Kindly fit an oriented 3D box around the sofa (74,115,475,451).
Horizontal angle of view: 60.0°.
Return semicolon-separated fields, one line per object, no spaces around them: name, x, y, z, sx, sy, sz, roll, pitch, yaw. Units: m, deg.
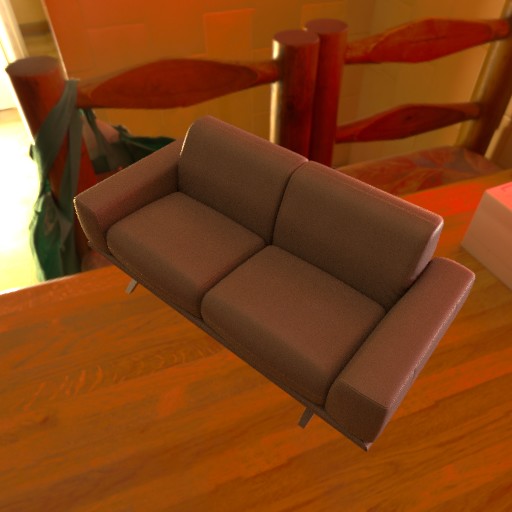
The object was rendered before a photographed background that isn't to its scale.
sofa;0.000;0.000;2.302;1.901;0.772;0.900;31;53;27
